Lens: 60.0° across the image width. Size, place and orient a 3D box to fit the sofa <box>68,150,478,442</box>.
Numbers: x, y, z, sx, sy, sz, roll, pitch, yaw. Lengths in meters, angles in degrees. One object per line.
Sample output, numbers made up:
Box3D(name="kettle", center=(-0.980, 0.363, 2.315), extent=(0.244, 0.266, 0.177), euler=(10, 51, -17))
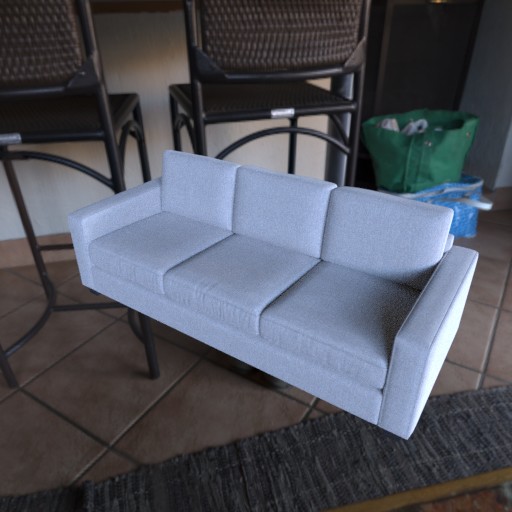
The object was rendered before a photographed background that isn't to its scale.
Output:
Box3D(name="sofa", center=(0.000, 0.000, 2.493), extent=(2.120, 0.800, 0.900), euler=(18, 34, 29))
